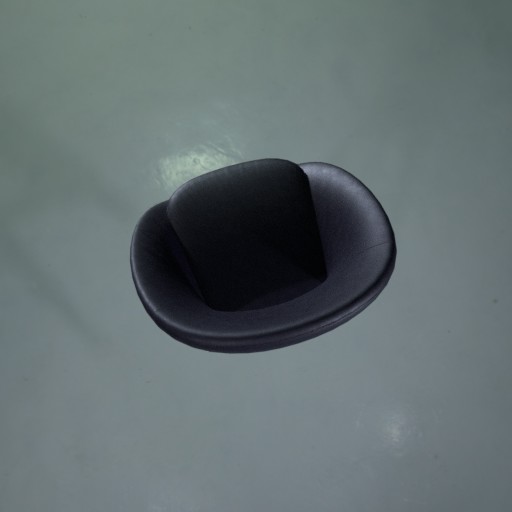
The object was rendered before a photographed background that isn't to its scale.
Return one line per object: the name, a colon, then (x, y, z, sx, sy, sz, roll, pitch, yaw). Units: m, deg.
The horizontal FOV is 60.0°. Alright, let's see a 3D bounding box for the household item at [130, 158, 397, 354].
household item: (0.000, 0.000, 1.285, 0.623, 0.852, 0.573, -16, 76, -4)
